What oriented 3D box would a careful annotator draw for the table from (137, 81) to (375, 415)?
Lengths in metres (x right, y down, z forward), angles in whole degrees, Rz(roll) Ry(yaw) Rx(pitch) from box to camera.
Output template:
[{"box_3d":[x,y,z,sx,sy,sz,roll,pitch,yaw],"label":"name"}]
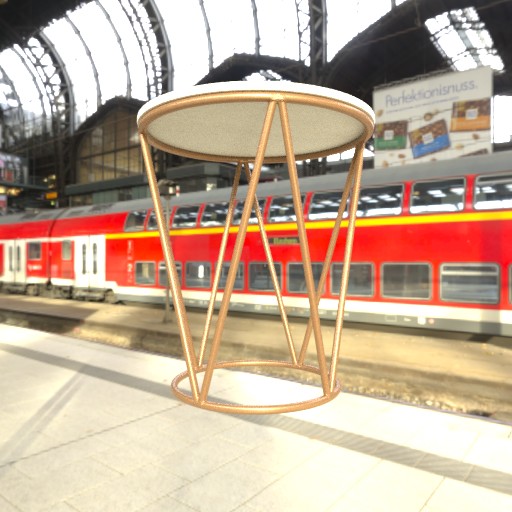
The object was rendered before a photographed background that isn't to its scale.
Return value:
[{"box_3d":[0.000,0.000,0.964,0.500,0.564,0.500,0,0,0],"label":"table"}]
